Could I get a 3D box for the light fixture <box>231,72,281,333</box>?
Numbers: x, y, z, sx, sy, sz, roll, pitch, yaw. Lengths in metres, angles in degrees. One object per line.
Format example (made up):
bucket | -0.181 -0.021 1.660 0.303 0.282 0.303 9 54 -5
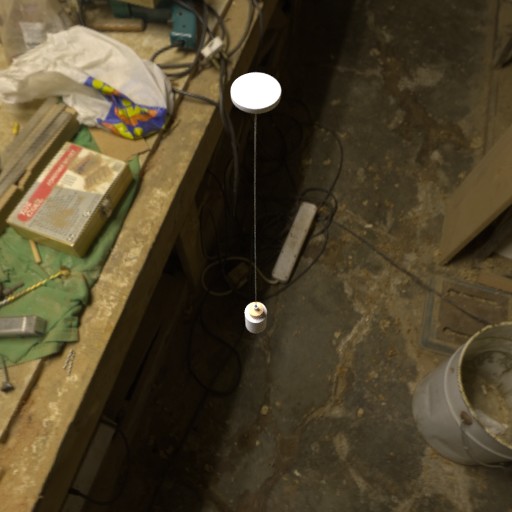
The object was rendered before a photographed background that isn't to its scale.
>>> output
light fixture | 0.000 0.000 1.895 0.125 1.798 0.125 16 64 8
